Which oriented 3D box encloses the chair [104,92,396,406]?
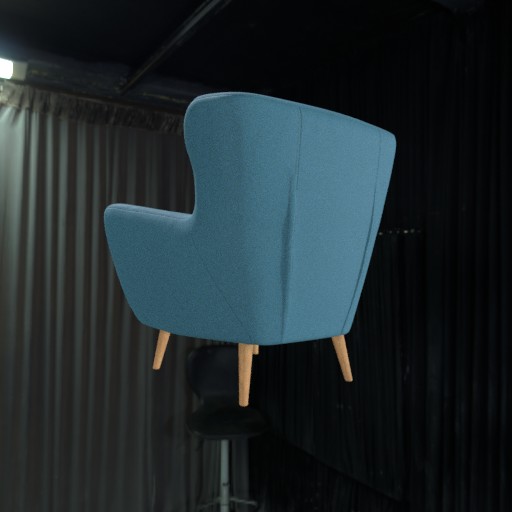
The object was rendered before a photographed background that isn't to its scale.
[{"bbox_3d":[0.000,0.000,1.647,0.890,0.889,0.889,1,-1,-37],"label":"chair"}]
